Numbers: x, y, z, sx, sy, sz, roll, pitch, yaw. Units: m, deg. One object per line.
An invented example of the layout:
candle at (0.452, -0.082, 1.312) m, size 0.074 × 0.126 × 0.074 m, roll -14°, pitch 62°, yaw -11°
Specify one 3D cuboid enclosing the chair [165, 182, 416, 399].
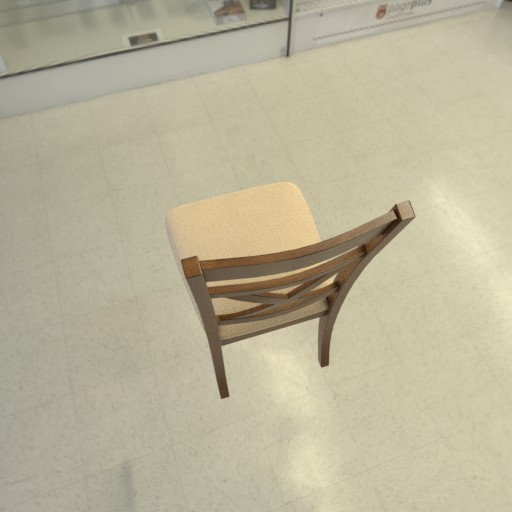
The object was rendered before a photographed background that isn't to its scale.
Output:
chair at (0.000, 0.000, 1.272) m, size 0.461 × 0.949 × 0.581 m, roll -15°, pitch 60°, yaw -9°
